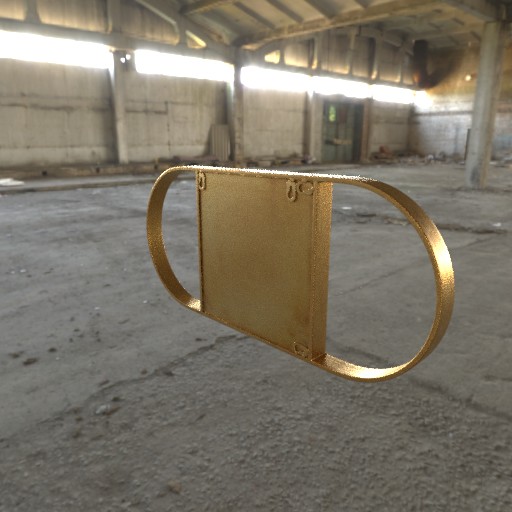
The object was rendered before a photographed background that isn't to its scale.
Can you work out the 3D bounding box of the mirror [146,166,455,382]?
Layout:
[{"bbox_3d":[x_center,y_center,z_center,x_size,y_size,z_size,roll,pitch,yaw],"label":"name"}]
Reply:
[{"bbox_3d":[0.000,0.000,0.671,0.032,0.254,0.584,-14,20,-42],"label":"mirror"}]
